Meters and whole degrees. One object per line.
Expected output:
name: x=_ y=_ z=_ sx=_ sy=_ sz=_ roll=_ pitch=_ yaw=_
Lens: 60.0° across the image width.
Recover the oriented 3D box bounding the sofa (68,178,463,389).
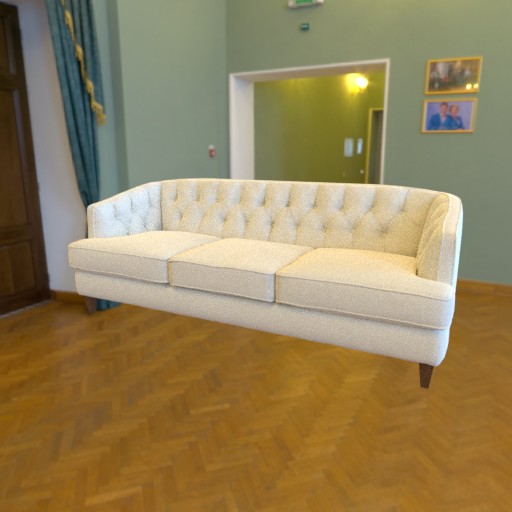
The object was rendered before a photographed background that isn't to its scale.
sofa: x=0.000 y=0.000 z=2.714 sx=2.278 sy=0.855 sz=0.941 roll=7 pitch=15 yaw=26
